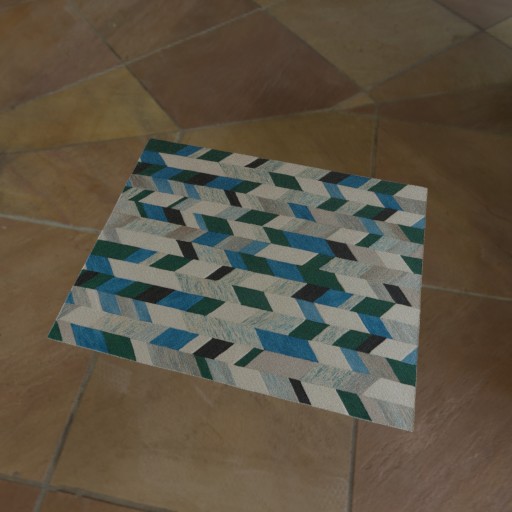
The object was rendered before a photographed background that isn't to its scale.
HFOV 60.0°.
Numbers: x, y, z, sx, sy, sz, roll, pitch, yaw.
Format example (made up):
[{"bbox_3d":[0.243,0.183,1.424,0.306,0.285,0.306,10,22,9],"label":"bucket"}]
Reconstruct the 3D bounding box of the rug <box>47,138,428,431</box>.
[{"bbox_3d":[0.000,0.000,4.131,3.036,0.008,2.440,12,59,7],"label":"rug"}]
